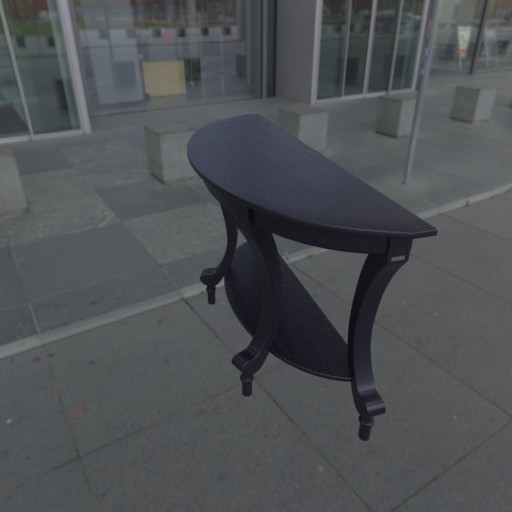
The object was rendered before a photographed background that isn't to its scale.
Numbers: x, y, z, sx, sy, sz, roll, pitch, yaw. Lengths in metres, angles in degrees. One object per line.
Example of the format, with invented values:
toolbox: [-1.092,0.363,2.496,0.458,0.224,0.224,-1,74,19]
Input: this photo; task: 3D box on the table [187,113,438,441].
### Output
table: [0.000,0.000,1.509,0.394,0.692,1.198,-9,30,-15]
